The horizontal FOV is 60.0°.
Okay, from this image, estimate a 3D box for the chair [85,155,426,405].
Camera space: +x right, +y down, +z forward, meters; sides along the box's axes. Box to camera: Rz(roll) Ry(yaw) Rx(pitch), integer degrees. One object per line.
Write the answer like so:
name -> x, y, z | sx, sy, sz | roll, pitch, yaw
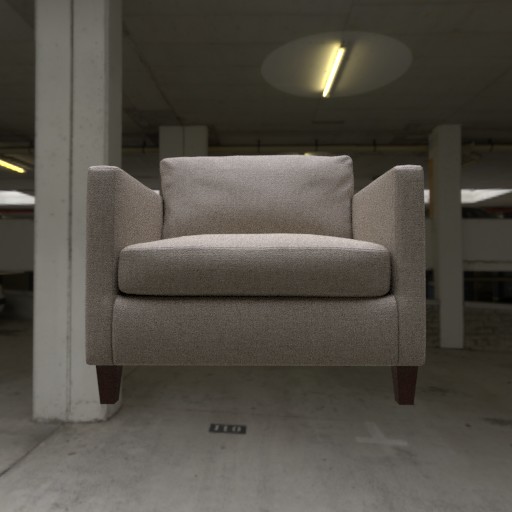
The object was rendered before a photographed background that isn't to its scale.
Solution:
chair -> 0.000, 0.000, 1.840 | 1.107, 0.961, 0.959 | 0, -1, 0
